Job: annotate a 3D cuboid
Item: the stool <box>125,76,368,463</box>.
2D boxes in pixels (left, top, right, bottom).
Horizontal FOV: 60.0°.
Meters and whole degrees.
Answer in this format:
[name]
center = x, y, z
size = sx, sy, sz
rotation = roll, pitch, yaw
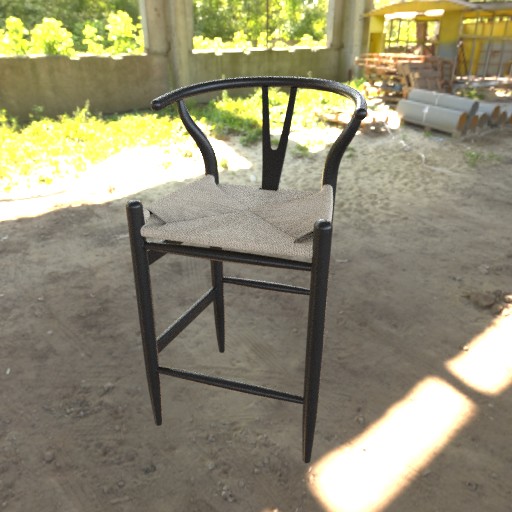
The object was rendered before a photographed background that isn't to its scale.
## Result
[stool]
center = 0.000, 0.000, 1.337
size = 0.569, 0.970, 0.579
rotation = 8, 27, 15
